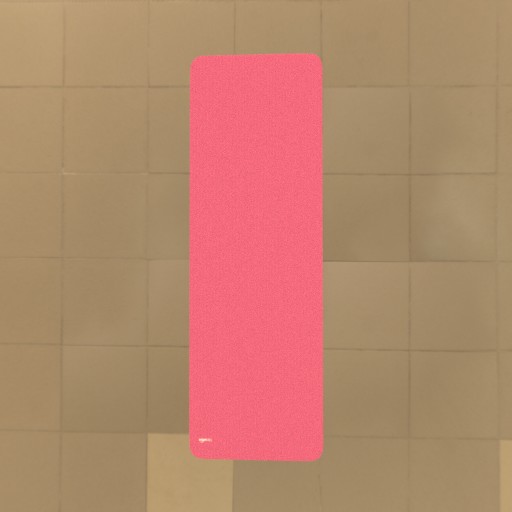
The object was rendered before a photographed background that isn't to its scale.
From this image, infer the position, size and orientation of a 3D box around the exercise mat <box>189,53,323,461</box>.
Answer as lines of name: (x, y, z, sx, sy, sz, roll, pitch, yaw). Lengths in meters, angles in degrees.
exercise mat: (0.000, 0.000, 2.056, 0.616, 0.021, 1.884, 0, 89, 2)
